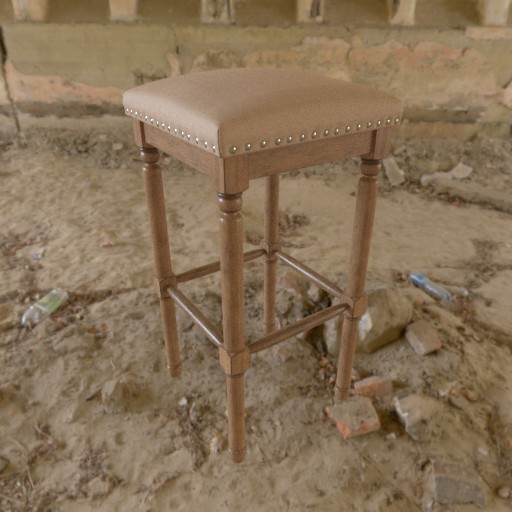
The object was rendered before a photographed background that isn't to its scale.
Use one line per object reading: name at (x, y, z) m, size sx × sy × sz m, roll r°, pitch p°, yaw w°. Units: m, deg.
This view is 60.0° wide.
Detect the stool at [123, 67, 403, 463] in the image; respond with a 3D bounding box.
stool at (0.000, 0.000, 0.983) m, size 0.383 × 0.768 × 0.382 m, roll -18°, pitch 33°, yaw -30°
